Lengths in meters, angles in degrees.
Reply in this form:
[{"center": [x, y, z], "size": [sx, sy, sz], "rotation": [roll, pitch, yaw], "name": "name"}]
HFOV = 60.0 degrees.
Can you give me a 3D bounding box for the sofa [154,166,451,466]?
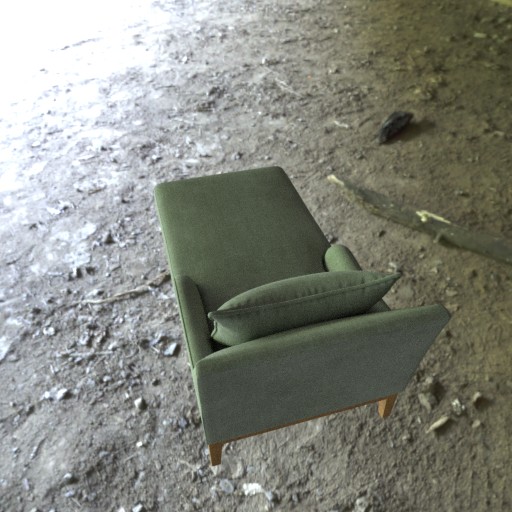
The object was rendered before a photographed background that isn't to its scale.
[{"center": [0.000, 0.000, 2.299], "size": [0.894, 0.859, 1.779], "rotation": [-11, 43, -12], "name": "sofa"}]
